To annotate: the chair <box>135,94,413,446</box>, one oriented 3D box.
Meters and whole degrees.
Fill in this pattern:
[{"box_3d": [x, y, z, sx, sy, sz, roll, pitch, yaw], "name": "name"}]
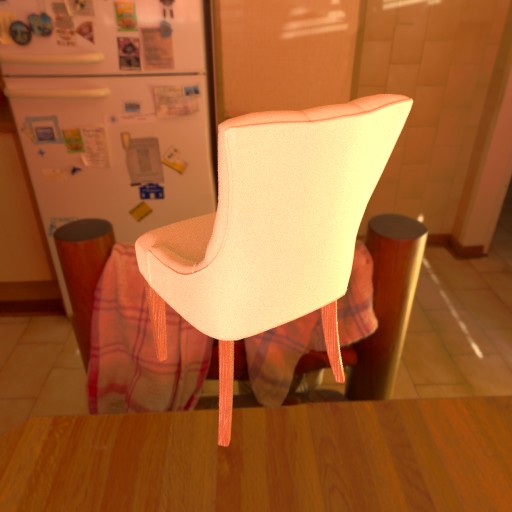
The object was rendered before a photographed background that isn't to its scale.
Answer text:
[{"box_3d": [0.000, 0.000, 1.196, 0.509, 0.874, 0.565, -18, 35, -28], "name": "chair"}]
